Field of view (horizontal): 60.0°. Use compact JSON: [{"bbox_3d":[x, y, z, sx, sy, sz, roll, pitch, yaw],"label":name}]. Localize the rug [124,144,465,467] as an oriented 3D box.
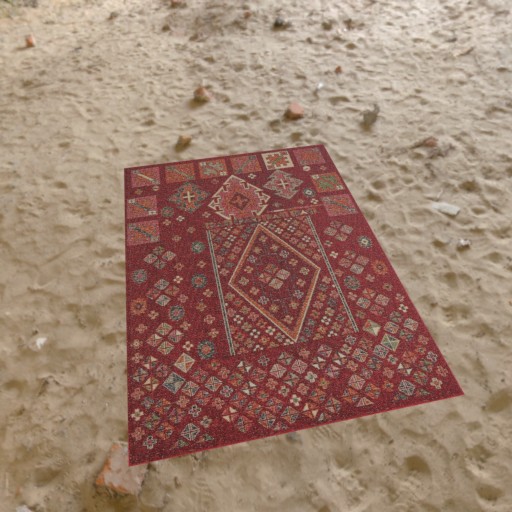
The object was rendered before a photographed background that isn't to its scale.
[{"bbox_3d":[0.000,0.000,4.138,2.389,0.011,3.306,-9,48,-8],"label":"rug"}]
